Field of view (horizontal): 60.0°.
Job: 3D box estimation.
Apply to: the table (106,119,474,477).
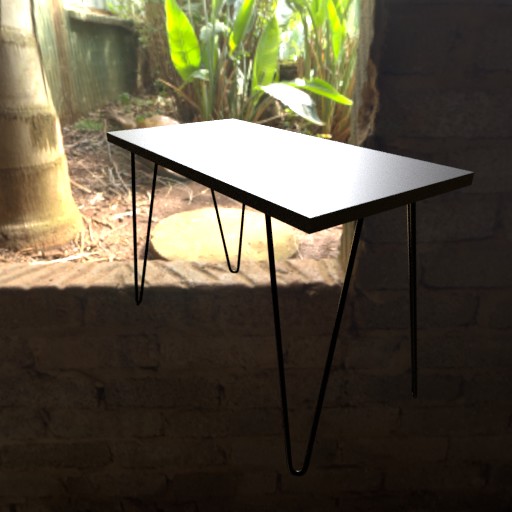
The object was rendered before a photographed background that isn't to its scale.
[{"bbox_3d":[0.000,0.000,1.372,0.499,0.660,0.991,-17,31,-32],"label":"table"}]
